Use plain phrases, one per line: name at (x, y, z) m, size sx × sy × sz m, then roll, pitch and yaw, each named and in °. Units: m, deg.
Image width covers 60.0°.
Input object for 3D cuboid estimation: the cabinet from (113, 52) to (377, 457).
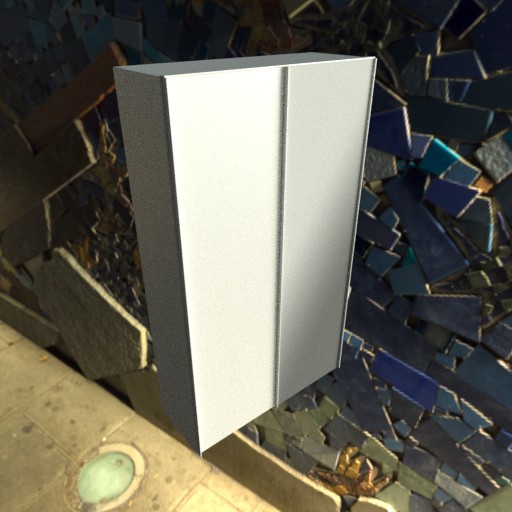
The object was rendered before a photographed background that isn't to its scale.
cabinet at (0.000, 0.000, 2.668) m, size 1.250 × 2.160 × 0.480 m, roll -21°, pitch 35°, yaw -33°
